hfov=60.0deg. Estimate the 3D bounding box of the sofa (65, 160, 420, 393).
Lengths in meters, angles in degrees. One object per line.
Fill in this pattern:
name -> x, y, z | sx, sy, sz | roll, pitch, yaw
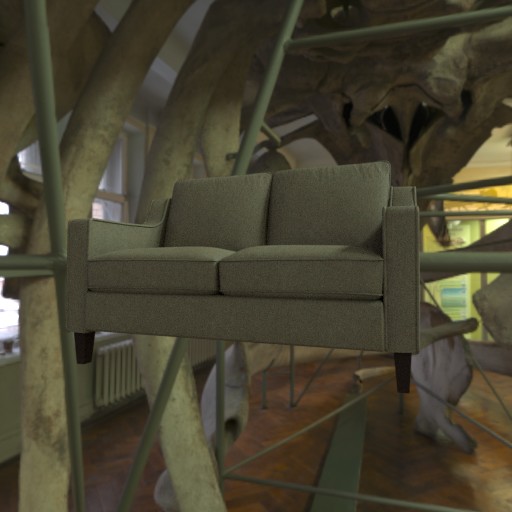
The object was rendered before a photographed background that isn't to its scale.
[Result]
sofa -> 0.000, 0.000, 2.189 | 1.503, 0.981, 0.985 | 0, -1, 19
